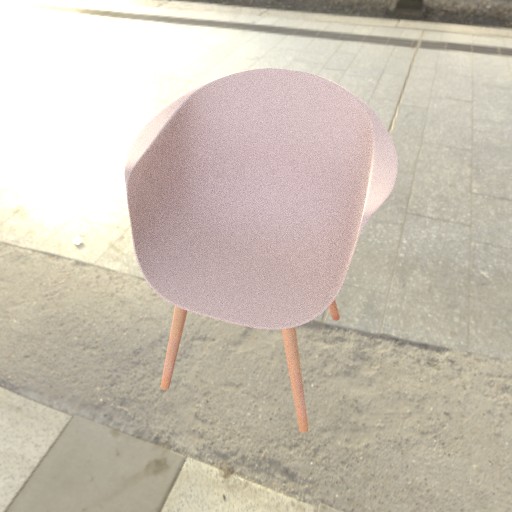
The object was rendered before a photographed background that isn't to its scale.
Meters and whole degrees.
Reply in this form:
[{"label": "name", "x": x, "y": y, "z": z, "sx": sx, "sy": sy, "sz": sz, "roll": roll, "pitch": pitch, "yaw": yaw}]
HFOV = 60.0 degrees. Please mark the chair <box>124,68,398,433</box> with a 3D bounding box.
[{"label": "chair", "x": 0.000, "y": 0.000, "z": 1.149, "sx": 0.593, "sy": 0.781, "sz": 0.504, "roll": 12, "pitch": 43, "yaw": 14}]
